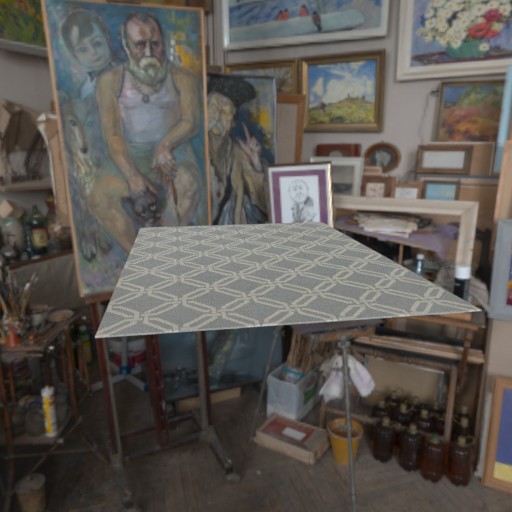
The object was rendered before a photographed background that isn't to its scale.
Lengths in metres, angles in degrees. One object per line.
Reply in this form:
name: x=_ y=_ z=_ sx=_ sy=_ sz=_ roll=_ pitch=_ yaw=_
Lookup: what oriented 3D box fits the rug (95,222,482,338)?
rug: x=0.000 y=0.000 z=4.319 sx=2.438 sy=0.013 sz=3.353 roll=-2 pitch=15 yaw=-10
